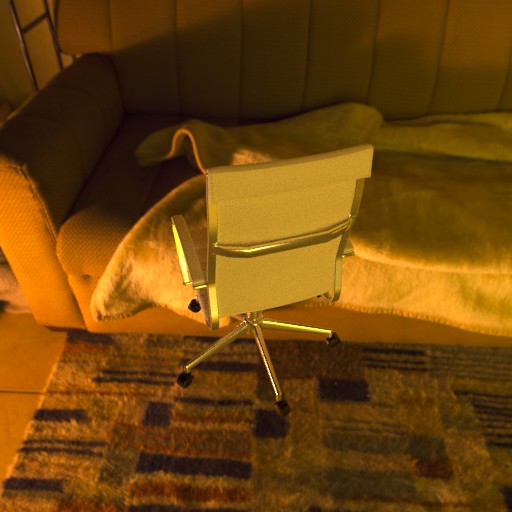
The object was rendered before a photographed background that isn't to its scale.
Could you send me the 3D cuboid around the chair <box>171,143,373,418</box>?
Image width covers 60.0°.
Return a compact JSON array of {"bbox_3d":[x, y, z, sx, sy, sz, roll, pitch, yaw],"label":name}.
[{"bbox_3d":[0.000,0.000,1.690,0.766,1.149,0.739,-12,42,-13],"label":"chair"}]
